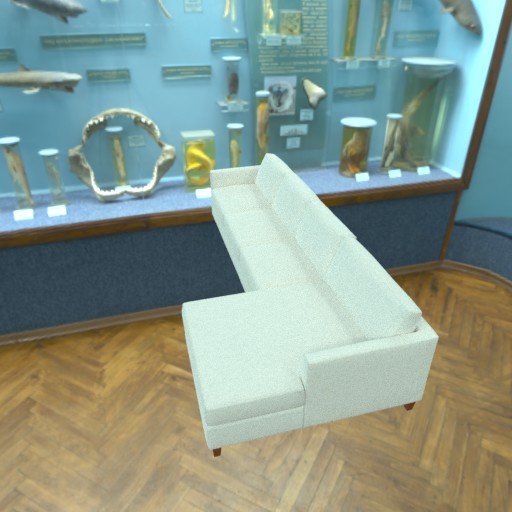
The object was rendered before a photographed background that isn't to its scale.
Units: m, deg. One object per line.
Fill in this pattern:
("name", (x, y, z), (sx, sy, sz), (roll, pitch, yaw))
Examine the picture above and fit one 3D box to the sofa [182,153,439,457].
("sofa", (0.000, 0.000, 4.293), (1.606, 0.954, 3.471), (-8, 32, -13))
